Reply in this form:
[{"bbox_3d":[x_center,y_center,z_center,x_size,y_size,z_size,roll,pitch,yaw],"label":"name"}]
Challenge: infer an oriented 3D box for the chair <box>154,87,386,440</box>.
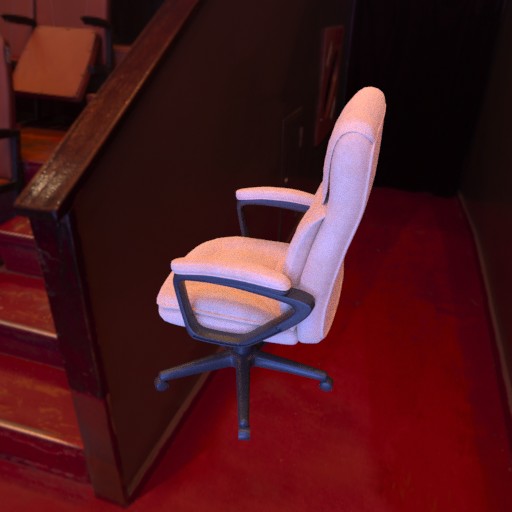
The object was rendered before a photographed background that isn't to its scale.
[{"bbox_3d":[0.000,0.000,1.536,0.724,1.105,0.667,9,31,15],"label":"chair"}]
